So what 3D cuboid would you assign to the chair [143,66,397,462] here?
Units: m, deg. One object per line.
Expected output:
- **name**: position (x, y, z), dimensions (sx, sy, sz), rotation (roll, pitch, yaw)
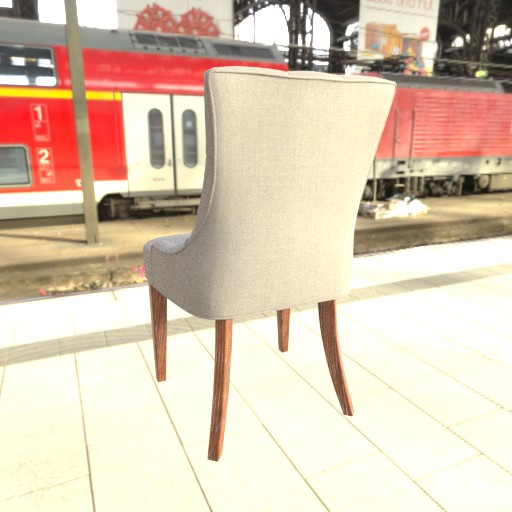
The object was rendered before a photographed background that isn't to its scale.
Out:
- **chair**: position (0.000, 0.000, 1.200), dimensions (0.509, 0.874, 0.565), rotation (-7, 17, -25)
